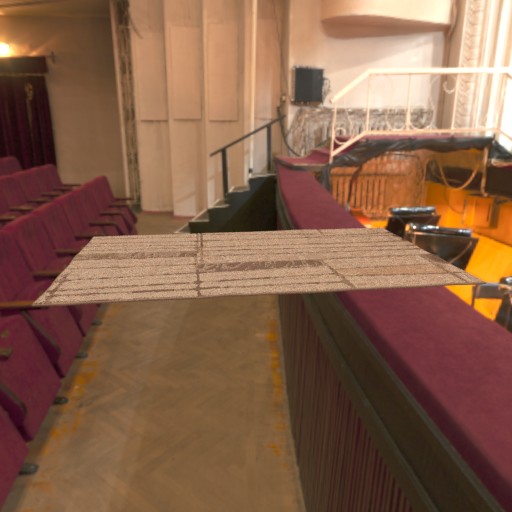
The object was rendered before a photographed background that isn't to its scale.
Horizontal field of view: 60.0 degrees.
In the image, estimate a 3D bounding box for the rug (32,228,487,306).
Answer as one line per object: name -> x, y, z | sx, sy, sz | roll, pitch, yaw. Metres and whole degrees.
rug -> 0.000, 0.000, 1.076 | 0.867, 0.007, 0.515 | -2, 16, -8
